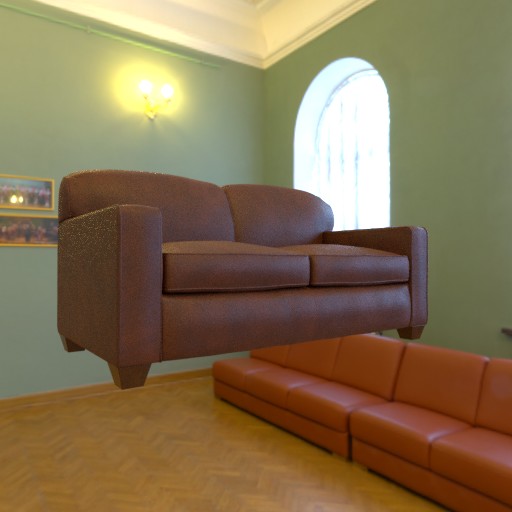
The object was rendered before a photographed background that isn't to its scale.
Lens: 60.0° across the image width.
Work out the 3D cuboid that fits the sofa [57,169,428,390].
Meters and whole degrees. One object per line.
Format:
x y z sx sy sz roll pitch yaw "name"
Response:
0.000 0.000 2.435 1.856 0.966 1.000 0 -1 -36 "sofa"
